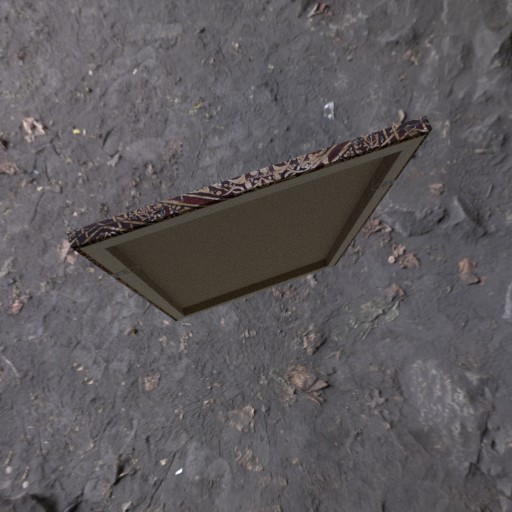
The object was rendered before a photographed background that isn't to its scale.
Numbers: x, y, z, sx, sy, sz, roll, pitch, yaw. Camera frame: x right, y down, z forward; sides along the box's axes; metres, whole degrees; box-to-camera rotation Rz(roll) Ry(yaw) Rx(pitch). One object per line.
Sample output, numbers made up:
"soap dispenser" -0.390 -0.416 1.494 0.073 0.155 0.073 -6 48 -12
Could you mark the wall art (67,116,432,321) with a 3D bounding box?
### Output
"wall art" 0.000 0.000 0.749 0.397 0.599 0.020 -19 76 -5
